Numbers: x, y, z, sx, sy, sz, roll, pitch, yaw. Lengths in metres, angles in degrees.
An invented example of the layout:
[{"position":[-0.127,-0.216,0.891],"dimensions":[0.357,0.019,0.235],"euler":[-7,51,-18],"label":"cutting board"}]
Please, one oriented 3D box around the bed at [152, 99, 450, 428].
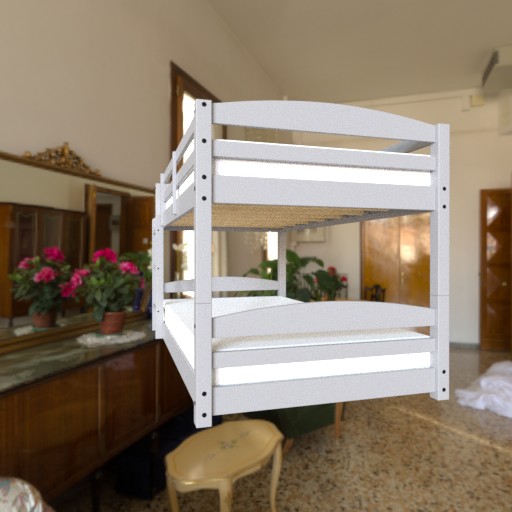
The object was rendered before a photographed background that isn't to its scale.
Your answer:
[{"position":[0.000,0.000,2.674],"dimensions":[1.105,1.206,2.013],"euler":[0,0,-17],"label":"bed"}]
